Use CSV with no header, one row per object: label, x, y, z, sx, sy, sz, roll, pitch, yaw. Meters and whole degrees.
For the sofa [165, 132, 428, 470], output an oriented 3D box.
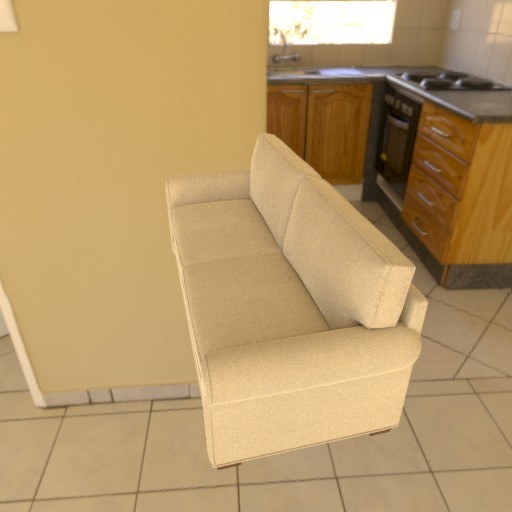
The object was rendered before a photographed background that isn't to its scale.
sofa,0.000,0.000,2.606,0.901,0.962,2.146,-7,31,-12
